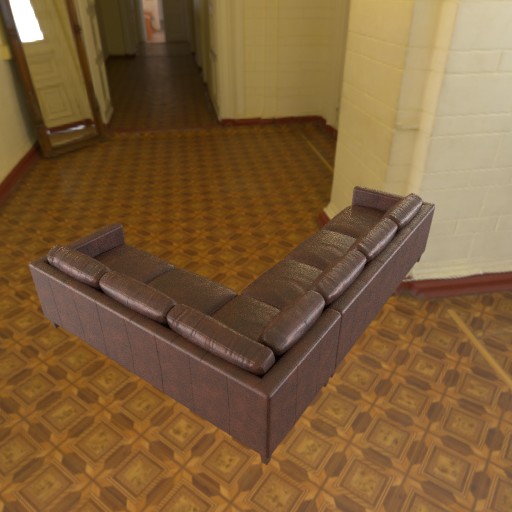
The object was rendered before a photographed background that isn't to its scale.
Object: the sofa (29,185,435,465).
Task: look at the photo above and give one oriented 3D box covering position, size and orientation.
[{"bbox_3d":[0.000,0.000,4.319,2.438,0.836,3.152,20,37,30],"label":"sofa"}]
